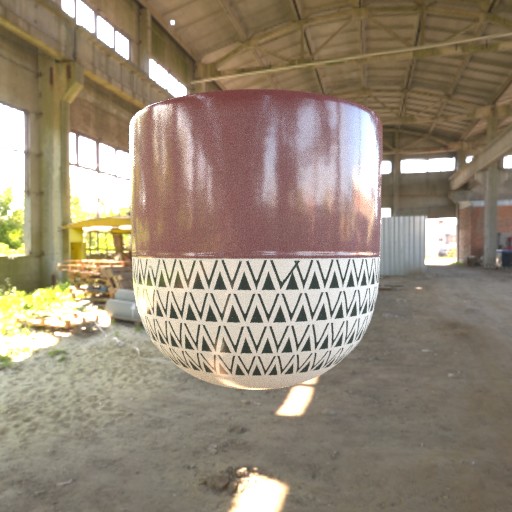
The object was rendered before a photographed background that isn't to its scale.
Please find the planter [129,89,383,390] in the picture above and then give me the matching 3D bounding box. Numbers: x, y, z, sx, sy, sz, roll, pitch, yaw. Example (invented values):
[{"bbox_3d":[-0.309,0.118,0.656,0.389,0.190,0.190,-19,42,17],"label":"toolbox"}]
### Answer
[{"bbox_3d":[0.000,0.000,0.486,0.266,0.270,0.266,0,1,0],"label":"planter"}]
